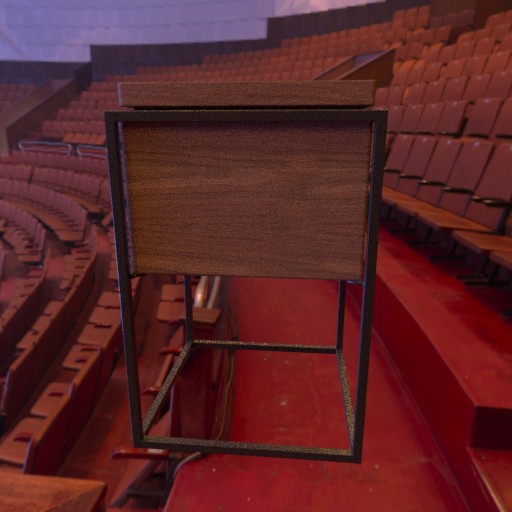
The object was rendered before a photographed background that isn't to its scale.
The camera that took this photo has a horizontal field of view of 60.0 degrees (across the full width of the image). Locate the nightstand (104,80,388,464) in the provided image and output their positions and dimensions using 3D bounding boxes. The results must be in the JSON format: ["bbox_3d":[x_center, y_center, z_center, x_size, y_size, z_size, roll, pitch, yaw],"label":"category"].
[{"bbox_3d":[0.000,0.000,0.873,0.397,0.607,0.397,2,16,6],"label":"nightstand"}]
